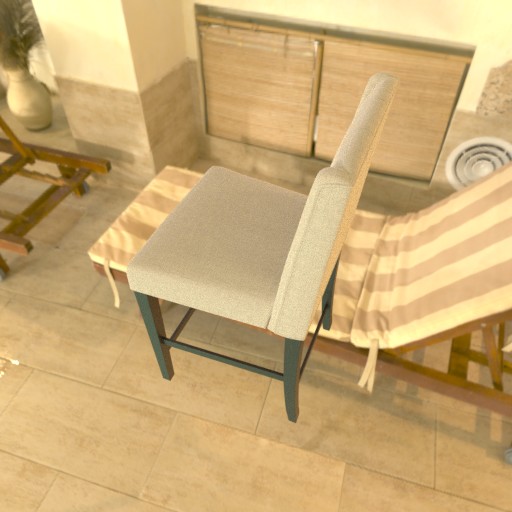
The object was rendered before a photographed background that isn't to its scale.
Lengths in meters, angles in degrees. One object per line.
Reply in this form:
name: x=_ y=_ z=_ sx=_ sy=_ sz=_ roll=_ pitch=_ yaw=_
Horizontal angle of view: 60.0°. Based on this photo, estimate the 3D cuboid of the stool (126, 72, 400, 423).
stool: x=0.000 y=0.000 z=1.223 sx=0.509 sy=0.939 sz=0.474 roll=17 pitch=48 yaw=16
